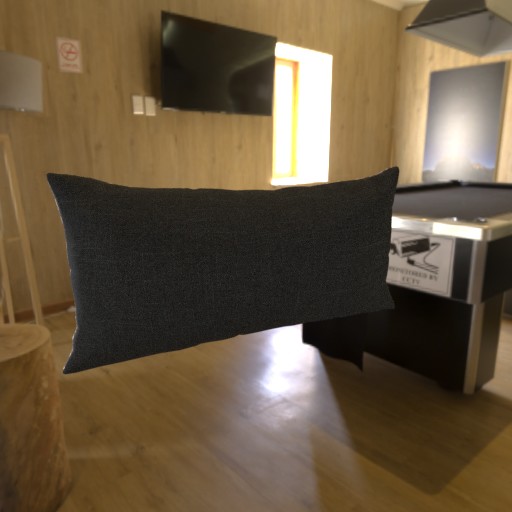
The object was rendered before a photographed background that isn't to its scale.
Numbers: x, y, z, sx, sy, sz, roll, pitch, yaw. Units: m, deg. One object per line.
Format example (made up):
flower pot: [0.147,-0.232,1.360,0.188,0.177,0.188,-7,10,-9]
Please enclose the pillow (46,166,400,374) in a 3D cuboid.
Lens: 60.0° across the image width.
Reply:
pillow: [0.000,0.000,0.749,0.631,0.292,0.148,-7,15,-25]
